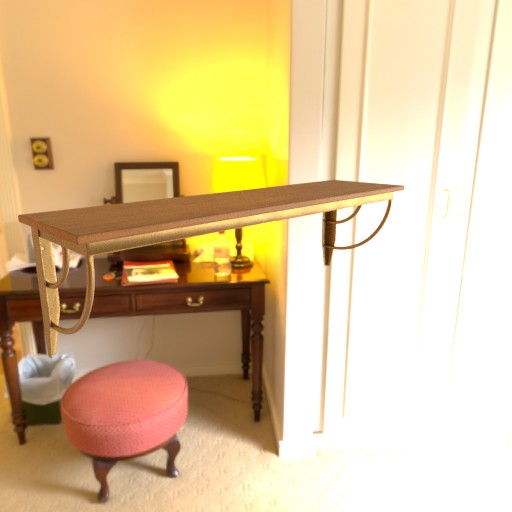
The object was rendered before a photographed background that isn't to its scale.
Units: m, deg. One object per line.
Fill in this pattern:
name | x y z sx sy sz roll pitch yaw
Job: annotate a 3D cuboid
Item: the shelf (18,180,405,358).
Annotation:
shelf | 0.000 0.000 0.713 0.636 0.190 0.166 -14 21 -43
